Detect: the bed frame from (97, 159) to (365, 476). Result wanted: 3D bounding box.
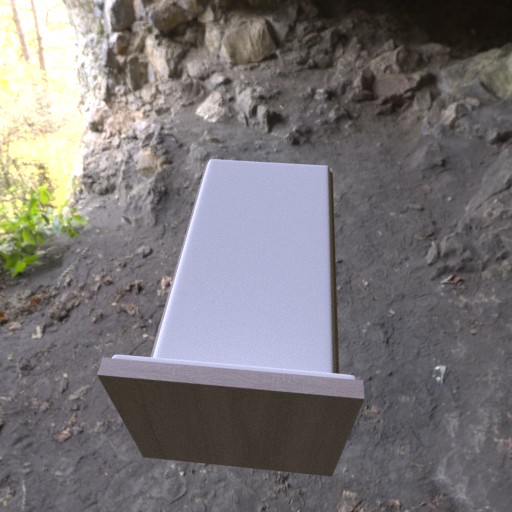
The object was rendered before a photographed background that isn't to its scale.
[{"bbox_3d":[0.000,0.000,2.682,0.990,0.920,2.140,4,48,4],"label":"bed frame"}]
